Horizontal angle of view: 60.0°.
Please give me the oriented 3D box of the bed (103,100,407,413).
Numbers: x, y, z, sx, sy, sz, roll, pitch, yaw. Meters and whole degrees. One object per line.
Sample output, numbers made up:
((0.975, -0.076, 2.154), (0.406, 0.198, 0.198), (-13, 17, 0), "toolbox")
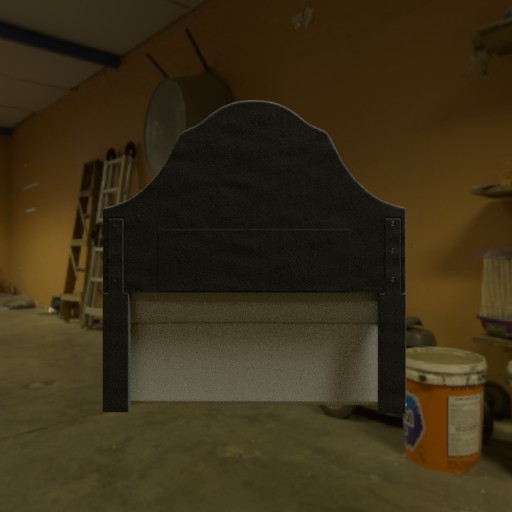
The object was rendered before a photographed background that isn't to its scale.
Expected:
((0.000, 0.000, 3.299), (1.636, 1.575, 2.155), (0, 0, 1), "bed")
